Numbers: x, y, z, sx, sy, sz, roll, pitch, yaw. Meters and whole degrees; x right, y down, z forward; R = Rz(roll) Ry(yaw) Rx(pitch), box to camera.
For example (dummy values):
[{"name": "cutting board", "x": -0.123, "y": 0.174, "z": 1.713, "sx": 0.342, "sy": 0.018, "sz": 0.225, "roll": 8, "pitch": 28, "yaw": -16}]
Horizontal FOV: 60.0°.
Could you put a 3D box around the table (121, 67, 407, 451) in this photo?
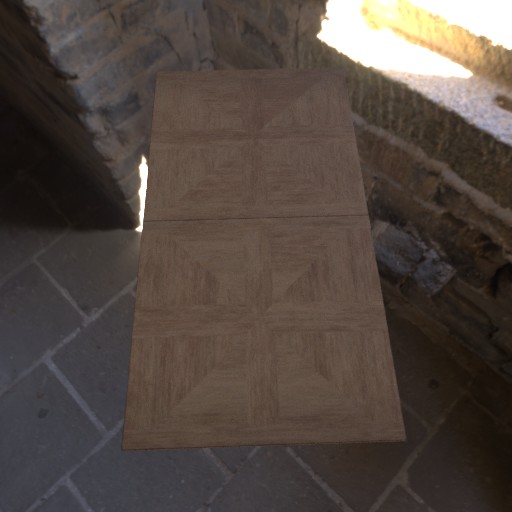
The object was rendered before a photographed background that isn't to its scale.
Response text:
[{"name": "table", "x": 0.000, "y": 0.000, "z": 2.336, "sx": 1.016, "sy": 0.768, "sz": 1.881, "roll": -2, "pitch": 64, "yaw": -1}]
